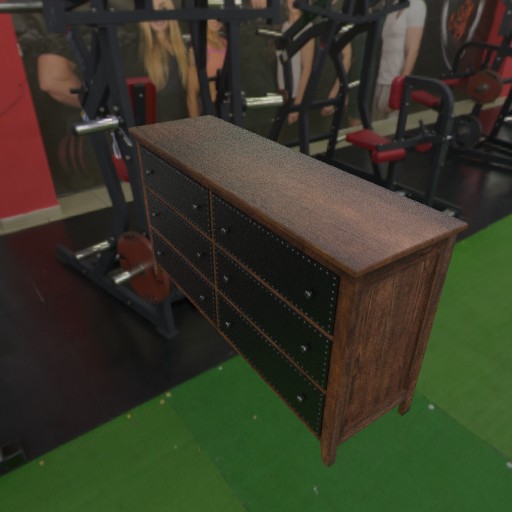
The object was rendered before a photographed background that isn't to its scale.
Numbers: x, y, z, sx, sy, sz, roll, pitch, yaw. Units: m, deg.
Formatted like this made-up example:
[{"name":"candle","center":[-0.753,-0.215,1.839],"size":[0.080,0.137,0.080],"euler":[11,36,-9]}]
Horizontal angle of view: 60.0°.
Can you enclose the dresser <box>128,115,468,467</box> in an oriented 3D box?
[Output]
[{"name":"dresser","center":[0.000,0.000,1.968],"size":[0.463,0.856,1.551],"euler":[-20,37,-29]}]
